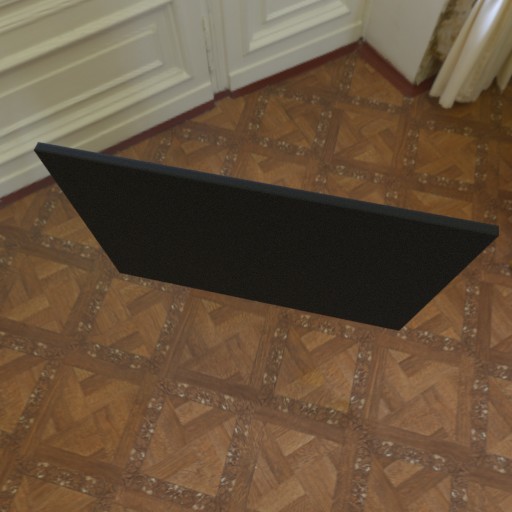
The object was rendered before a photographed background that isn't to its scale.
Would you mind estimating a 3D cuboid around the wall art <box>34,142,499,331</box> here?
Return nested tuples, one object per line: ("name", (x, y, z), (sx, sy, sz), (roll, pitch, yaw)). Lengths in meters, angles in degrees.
("wall art", (0.000, 0.000, 1.201), (0.964, 0.659, 0.049), (13, 65, 6))
